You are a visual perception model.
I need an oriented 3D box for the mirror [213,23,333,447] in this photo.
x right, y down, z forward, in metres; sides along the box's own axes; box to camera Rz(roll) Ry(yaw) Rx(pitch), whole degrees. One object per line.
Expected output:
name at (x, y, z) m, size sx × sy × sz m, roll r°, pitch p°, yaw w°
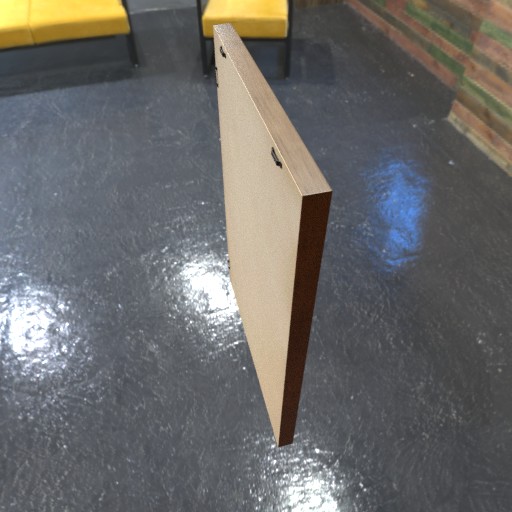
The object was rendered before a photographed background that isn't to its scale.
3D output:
mirror at (0.000, 0.000, 0.897) m, size 0.039 × 0.711 × 0.508 m, roll -11°, pitch 47°, yaw -10°
